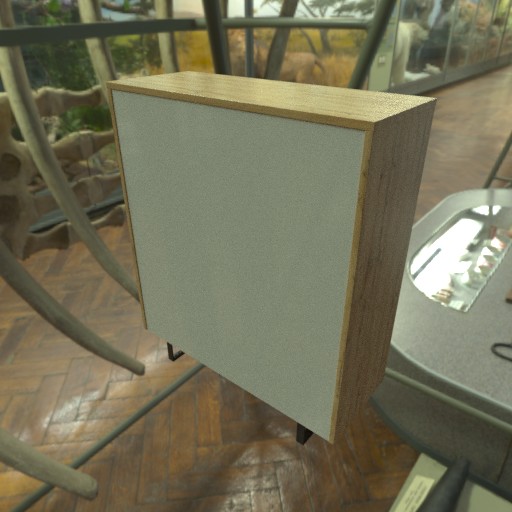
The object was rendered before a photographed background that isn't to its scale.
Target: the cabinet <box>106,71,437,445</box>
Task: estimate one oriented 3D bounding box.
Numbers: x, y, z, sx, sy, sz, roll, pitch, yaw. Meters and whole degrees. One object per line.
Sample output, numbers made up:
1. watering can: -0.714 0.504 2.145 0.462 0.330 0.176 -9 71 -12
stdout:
1. cabinet: 0.000 0.000 1.957 1.168 1.397 0.473 21 35 33
